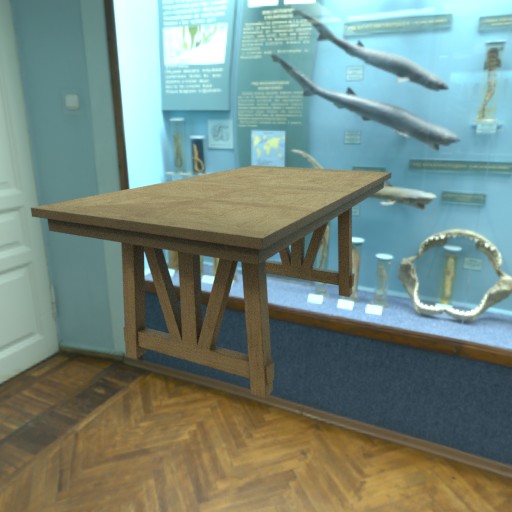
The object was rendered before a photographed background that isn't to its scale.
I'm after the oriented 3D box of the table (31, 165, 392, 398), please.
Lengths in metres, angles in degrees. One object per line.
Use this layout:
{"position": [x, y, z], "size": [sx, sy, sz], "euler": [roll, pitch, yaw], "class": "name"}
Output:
{"position": [0.000, 0.000, 2.425], "size": [1.016, 0.768, 1.881], "euler": [9, 19, 26], "class": "table"}
